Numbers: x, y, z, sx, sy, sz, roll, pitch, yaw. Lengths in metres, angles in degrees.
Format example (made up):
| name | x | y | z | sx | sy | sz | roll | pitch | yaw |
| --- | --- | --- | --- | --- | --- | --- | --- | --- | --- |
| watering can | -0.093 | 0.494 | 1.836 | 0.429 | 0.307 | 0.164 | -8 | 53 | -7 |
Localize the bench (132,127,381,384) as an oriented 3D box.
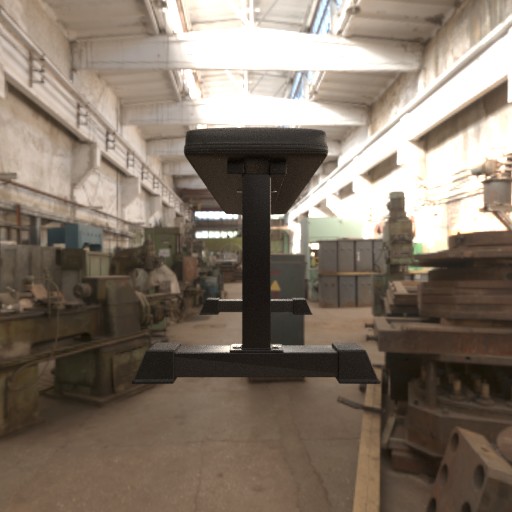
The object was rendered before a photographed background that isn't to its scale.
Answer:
| name | x | y | z | sx | sy | sz | roll | pitch | yaw |
| --- | --- | --- | --- | --- | --- | --- | --- | --- | --- |
| bench | 0.000 | 0.000 | 1.288 | 0.439 | 0.453 | 1.072 | 0 | 0 | 0 |
